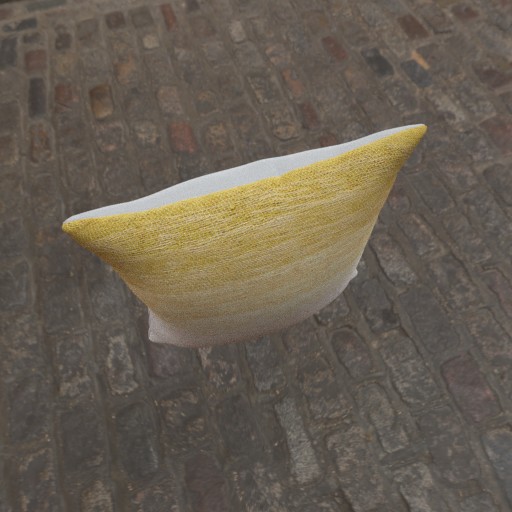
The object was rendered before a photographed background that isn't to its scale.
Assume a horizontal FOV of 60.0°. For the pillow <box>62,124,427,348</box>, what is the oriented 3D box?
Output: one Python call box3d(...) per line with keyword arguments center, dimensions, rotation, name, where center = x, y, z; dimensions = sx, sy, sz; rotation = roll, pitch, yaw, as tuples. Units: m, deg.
box3d(center=(0.000, 0.000, 0.714), dimensions=(0.450, 0.450, 0.211), rotation=(-17, 65, -8), name="pillow")
